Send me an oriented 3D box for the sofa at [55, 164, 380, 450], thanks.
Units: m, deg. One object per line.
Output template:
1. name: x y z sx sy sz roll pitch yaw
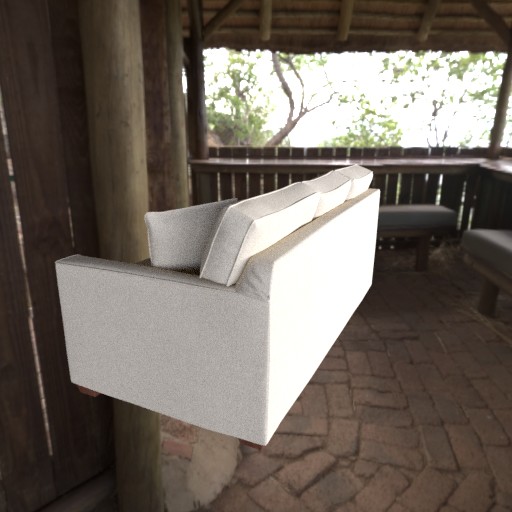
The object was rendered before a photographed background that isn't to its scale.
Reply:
1. sofa: 0.000 0.000 2.567 1.034 0.946 1.963 8 18 24
